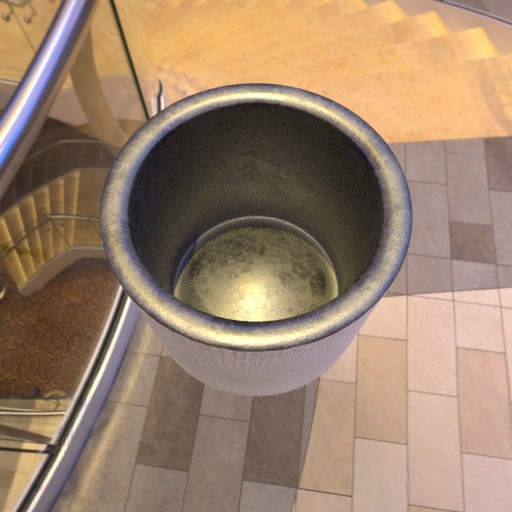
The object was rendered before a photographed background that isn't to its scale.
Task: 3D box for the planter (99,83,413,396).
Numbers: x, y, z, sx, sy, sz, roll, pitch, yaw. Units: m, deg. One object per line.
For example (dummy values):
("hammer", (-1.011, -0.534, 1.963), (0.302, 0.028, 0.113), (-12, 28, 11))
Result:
("planter", (0.000, 0.000, 0.225), (0.125, 0.112, 0.125), (0, 65, 0))
